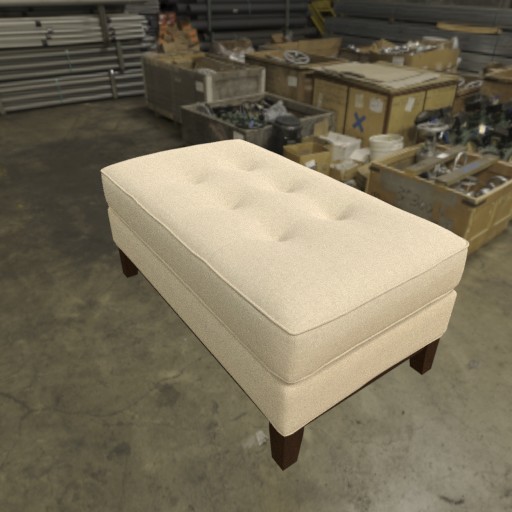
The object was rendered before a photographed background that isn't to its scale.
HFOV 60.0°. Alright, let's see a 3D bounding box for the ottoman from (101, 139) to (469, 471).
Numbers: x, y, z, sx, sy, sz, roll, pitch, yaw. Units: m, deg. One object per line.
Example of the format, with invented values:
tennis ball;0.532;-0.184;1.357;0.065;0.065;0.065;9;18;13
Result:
ottoman;0.000;0.000;1.501;0.648;0.508;1.143;-20;37;-29
